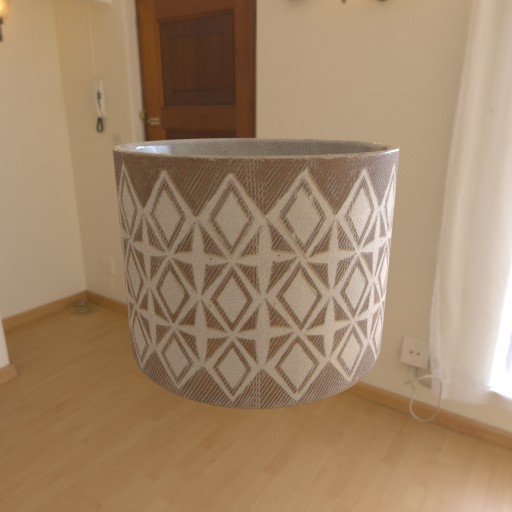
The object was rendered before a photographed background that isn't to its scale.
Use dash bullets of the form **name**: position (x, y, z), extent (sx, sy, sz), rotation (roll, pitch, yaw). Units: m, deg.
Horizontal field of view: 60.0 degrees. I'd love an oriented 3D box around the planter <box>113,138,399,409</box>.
- **planter**: position (0.000, 0.000, 0.336), extent (0.193, 0.165, 0.193), rotation (0, 18, 0)
